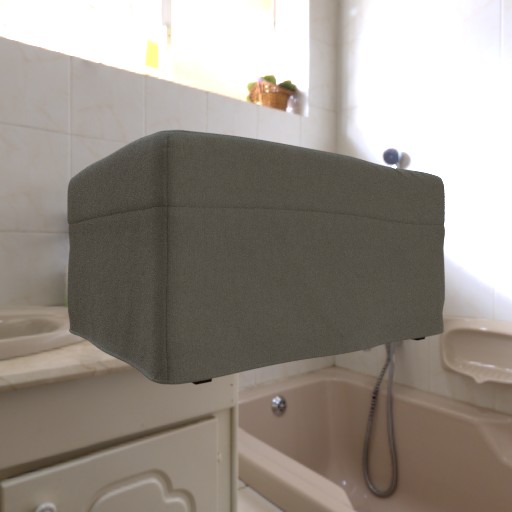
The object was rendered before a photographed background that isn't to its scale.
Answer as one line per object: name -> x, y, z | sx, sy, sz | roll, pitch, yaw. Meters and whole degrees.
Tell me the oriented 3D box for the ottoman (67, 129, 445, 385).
ottoman -> 0.000, 0.000, 1.207 | 0.833, 0.461, 0.648 | 0, 1, -36
